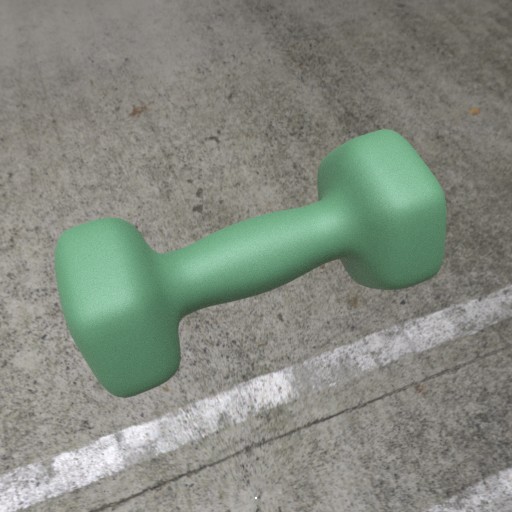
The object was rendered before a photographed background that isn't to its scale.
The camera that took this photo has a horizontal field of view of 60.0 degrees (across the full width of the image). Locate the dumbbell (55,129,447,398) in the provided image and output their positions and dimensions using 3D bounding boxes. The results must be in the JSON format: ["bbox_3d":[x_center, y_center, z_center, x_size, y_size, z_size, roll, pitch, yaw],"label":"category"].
[{"bbox_3d":[0.000,0.000,0.317,0.257,0.114,0.126,-19,63,-10],"label":"dumbbell"}]
